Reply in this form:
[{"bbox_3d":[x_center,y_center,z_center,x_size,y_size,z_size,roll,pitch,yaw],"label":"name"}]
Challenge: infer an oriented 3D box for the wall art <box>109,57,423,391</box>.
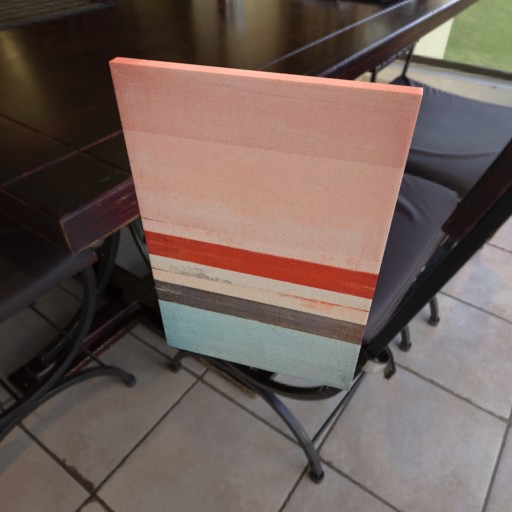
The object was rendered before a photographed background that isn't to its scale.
[{"bbox_3d":[0.000,0.000,1.141,0.610,0.914,0.038,11,42,13],"label":"wall art"}]
